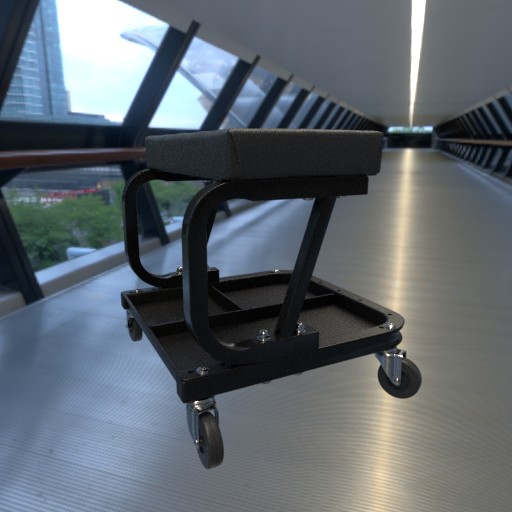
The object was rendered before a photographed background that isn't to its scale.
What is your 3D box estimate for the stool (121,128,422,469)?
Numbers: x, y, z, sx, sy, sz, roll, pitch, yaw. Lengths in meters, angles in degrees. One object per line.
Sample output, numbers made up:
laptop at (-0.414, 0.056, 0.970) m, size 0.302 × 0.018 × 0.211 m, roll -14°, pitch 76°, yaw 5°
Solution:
stool at (0.000, 0.000, 0.713) m, size 0.371 × 0.380 × 0.446 m, roll -7°, pitch 15°, yaw -26°
